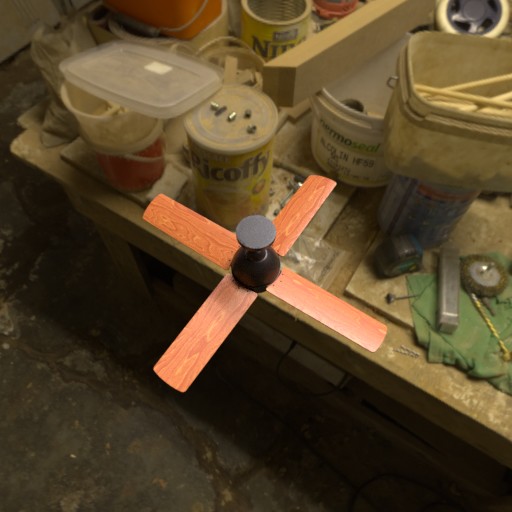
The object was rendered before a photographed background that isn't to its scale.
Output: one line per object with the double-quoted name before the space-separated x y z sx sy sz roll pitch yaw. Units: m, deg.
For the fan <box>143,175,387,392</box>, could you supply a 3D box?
"fan" 0.000 0.000 2.034 1.332 0.403 1.332 30 64 17
